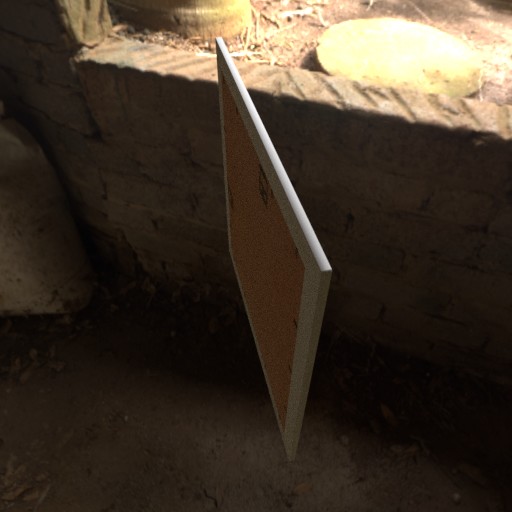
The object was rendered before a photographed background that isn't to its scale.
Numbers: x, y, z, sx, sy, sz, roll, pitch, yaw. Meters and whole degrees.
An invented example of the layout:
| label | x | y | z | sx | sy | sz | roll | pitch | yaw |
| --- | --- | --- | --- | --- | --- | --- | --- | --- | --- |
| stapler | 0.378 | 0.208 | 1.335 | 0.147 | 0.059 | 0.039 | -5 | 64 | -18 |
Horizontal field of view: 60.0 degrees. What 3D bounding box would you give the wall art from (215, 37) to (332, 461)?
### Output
| label | x | y | z | sx | sy | sz | roll | pitch | yaw |
| --- | --- | --- | --- | --- | --- | --- | --- | --- | --- |
| wall art | 0.000 | 0.000 | 0.849 | 0.013 | 0.584 | 0.584 | -10 | 49 | -9 |
